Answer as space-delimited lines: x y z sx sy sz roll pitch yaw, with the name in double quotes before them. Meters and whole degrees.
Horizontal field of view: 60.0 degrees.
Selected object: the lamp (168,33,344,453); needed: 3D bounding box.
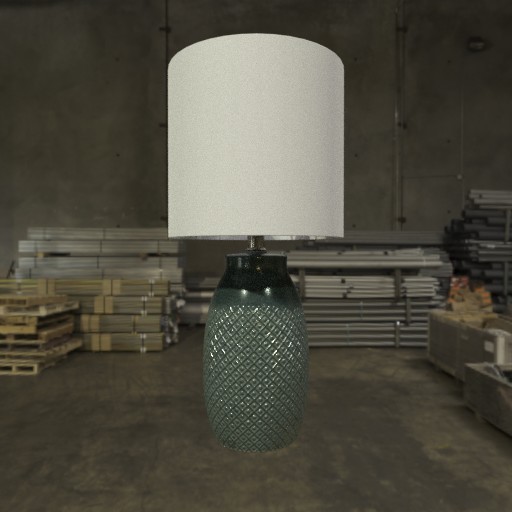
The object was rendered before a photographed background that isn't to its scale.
"lamp" 0.000 0.000 0.559 0.217 0.453 0.217 0 1 -1
